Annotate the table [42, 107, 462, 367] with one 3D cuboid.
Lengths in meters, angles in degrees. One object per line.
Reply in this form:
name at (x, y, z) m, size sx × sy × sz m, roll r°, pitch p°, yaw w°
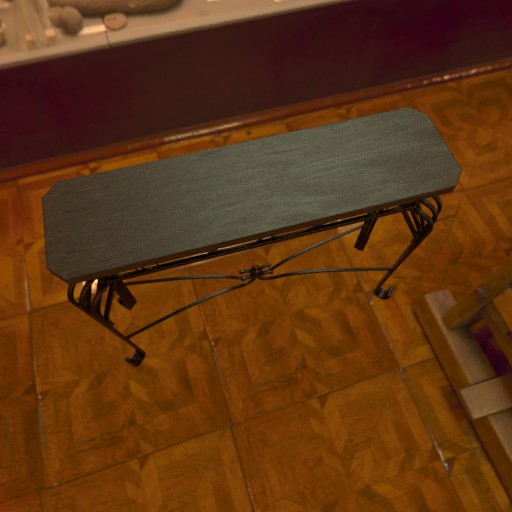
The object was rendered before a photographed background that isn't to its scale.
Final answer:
table at (0.000, 0.000, 1.502) m, size 1.112 × 0.800 × 0.329 m, roll -14°, pitch 63°, yaw -7°
